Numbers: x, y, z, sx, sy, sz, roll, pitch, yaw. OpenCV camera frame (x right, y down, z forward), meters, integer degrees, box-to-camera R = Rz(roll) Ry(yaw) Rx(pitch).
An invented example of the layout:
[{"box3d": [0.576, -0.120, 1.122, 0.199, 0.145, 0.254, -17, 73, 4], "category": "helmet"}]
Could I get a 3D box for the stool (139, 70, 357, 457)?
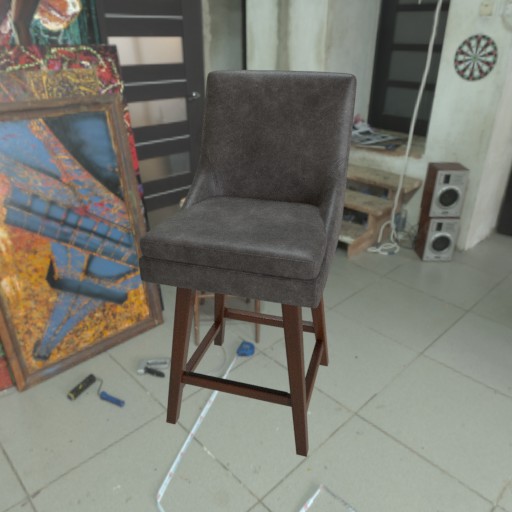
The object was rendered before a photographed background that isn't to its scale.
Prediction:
[{"box3d": [0.000, 0.000, 1.393, 0.492, 1.046, 0.587, 8, 27, 15], "category": "stool"}]
